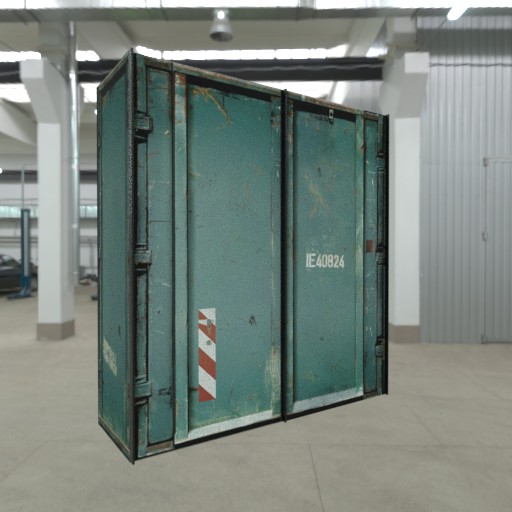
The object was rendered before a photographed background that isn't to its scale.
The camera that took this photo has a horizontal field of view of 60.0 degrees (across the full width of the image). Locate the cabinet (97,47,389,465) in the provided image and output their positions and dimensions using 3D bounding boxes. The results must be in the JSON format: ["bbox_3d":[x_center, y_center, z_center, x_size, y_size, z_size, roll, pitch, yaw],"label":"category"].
[{"bbox_3d":[0.000,0.000,3.124,2.000,2.160,0.680,-1,1,-34],"label":"cabinet"}]
